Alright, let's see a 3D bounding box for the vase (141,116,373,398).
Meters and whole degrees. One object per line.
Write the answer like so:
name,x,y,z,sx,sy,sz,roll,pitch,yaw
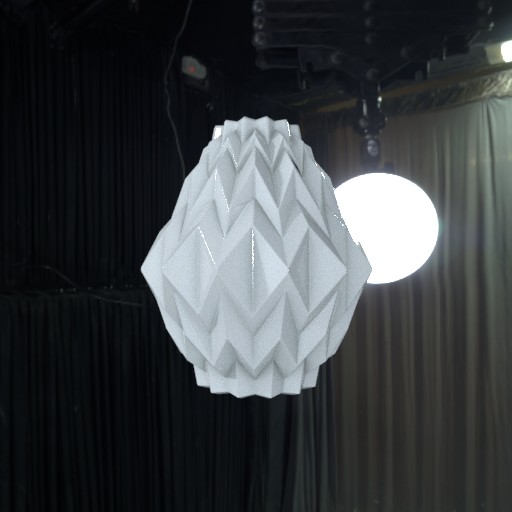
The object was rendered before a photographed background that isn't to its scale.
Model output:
vase,0.000,0.000,0.325,0.164,0.185,0.164,0,-1,0
